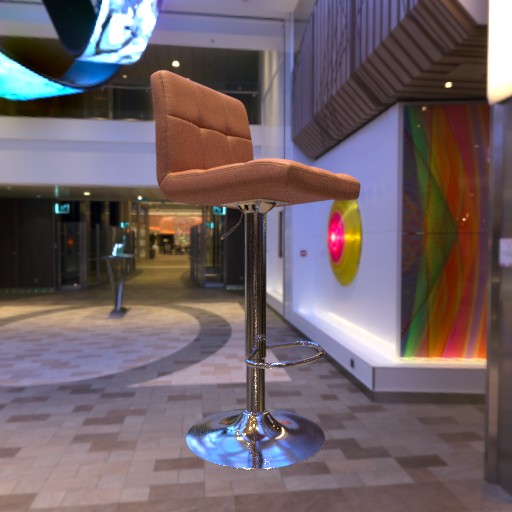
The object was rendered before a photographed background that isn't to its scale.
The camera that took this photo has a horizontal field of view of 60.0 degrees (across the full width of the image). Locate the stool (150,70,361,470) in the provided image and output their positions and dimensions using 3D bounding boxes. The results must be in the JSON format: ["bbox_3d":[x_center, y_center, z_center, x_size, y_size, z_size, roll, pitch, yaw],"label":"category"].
[{"bbox_3d":[0.000,0.000,1.351,0.505,1.115,0.430,1,2,36],"label":"stool"}]
